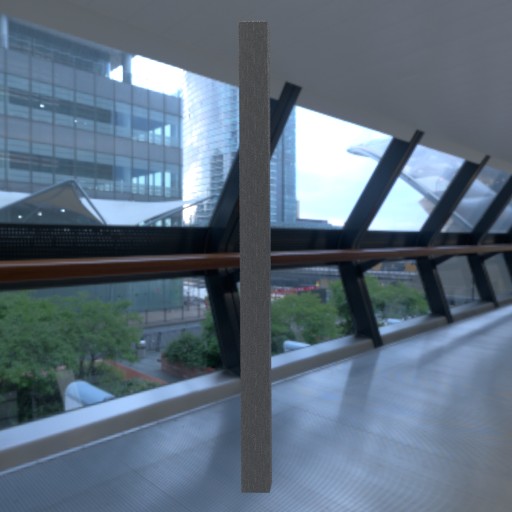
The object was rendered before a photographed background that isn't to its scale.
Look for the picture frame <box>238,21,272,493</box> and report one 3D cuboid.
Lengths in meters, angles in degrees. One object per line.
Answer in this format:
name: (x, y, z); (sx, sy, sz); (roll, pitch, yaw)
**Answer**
picture frame: (0.000, 0.000, 0.519); (0.027, 0.378, 0.327); (0, 1, 0)
